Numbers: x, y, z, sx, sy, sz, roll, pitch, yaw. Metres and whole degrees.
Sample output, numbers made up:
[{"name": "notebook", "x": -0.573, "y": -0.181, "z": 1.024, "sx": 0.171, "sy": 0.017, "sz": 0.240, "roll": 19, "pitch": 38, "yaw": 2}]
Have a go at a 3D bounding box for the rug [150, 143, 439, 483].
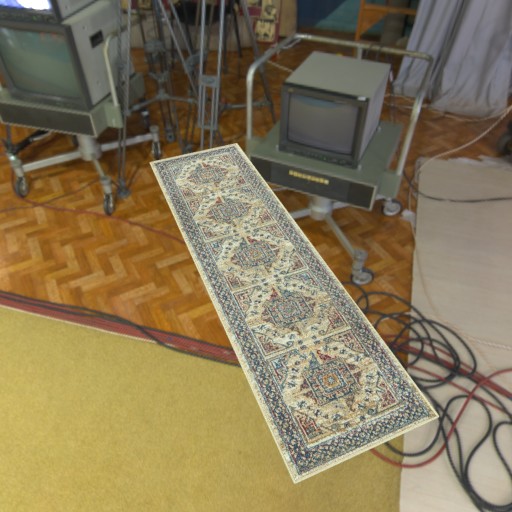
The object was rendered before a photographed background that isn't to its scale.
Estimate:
[{"name": "rug", "x": 0.000, "y": 0.000, "z": 2.470, "sx": 0.661, "sy": 0.013, "sz": 2.297, "roll": -17, "pitch": 47, "yaw": -16}]
